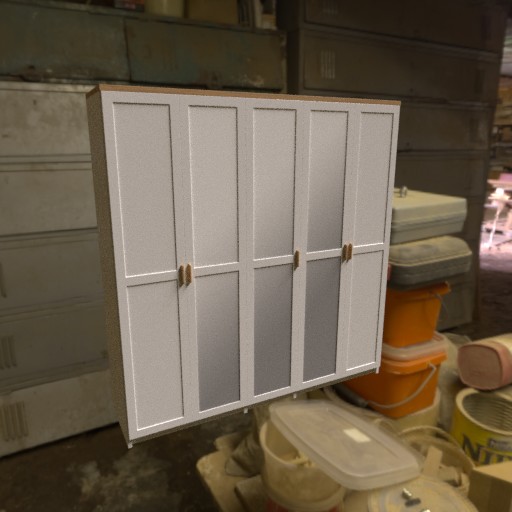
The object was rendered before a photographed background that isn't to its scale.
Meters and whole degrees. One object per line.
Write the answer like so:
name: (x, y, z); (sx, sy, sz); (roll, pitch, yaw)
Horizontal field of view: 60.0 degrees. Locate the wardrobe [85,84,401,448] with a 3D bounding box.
wardrobe: (0.000, 0.000, 3.350); (2.160, 2.260, 0.590); (-7, 16, -26)
